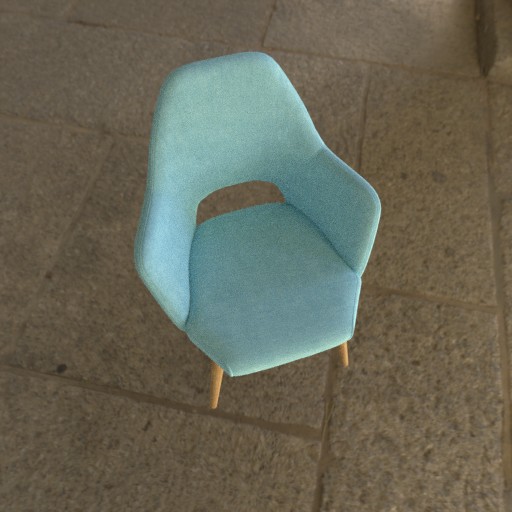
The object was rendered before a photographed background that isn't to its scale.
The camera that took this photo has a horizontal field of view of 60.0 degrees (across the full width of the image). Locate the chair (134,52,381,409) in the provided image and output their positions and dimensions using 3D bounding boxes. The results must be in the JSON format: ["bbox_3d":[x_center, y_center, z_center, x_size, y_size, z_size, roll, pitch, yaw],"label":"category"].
[{"bbox_3d":[0.000,0.000,1.224,0.590,0.840,0.610,-15,63,-8],"label":"chair"}]
